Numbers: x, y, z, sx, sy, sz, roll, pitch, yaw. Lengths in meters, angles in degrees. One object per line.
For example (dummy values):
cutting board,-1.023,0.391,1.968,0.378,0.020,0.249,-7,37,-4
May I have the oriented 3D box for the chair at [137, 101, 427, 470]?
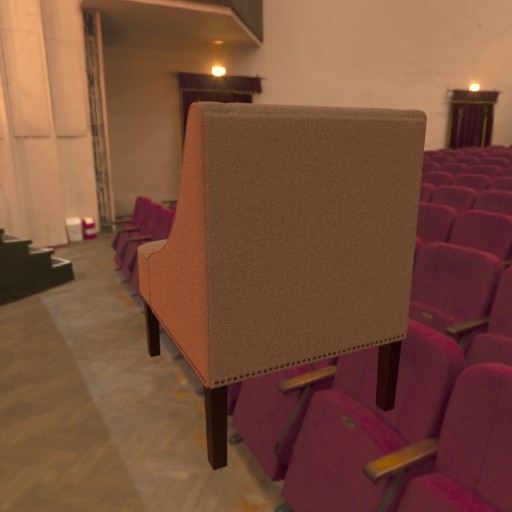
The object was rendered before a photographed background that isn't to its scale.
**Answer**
chair,0.000,0.000,1.420,0.628,0.872,0.748,-7,17,-25
